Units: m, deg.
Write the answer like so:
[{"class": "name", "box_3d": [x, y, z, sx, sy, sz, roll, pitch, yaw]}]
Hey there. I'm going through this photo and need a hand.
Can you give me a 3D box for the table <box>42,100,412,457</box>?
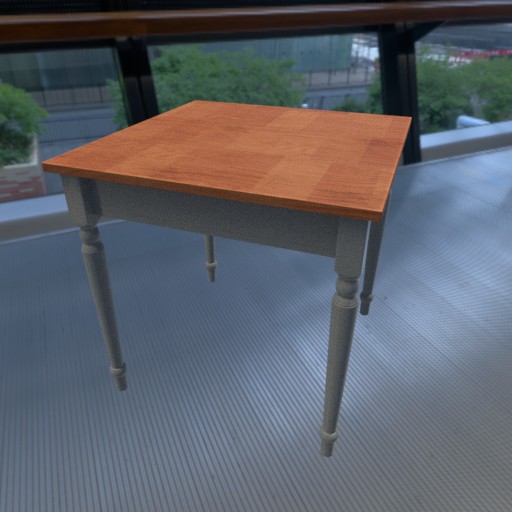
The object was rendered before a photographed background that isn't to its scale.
[{"class": "table", "box_3d": [0.000, 0.000, 1.365, 0.747, 0.738, 0.747, 11, 32, 18]}]
